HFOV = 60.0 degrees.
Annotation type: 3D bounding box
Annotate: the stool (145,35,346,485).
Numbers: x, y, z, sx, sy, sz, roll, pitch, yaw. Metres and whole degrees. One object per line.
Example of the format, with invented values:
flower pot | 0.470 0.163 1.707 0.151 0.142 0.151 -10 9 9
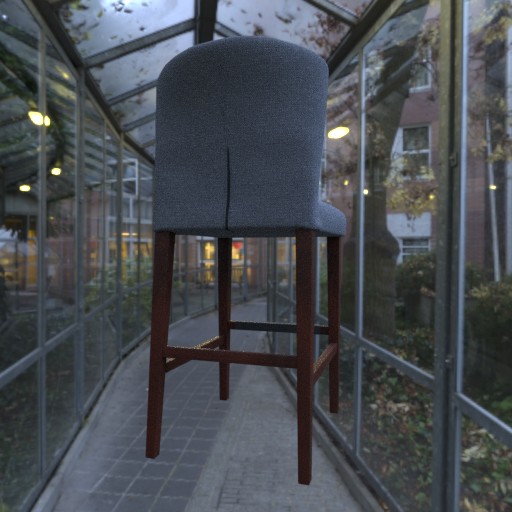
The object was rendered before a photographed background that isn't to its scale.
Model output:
stool | 0.000 0.000 1.342 0.486 1.069 0.568 0 1 19
